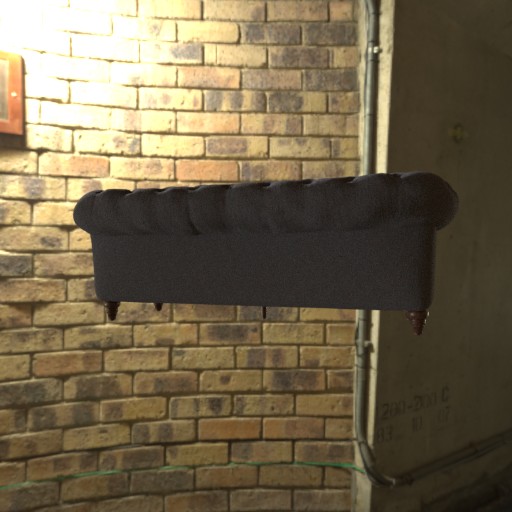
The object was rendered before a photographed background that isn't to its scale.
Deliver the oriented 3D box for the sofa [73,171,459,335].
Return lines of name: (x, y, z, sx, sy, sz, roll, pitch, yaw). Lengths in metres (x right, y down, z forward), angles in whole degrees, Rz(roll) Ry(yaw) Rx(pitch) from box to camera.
sofa: (0.000, 0.000, 2.775, 2.335, 0.836, 1.046, 0, -1, 18)
